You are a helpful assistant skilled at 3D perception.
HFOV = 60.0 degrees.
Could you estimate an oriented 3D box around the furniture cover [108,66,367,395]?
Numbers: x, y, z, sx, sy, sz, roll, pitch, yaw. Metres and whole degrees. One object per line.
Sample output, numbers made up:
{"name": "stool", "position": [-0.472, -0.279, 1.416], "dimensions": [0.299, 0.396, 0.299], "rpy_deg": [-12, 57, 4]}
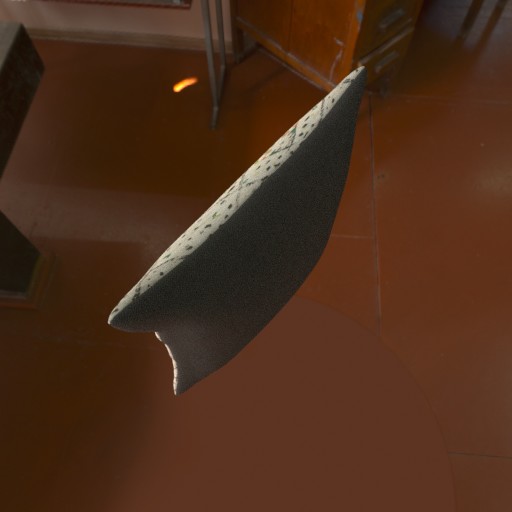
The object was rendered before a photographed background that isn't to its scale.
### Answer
{"name": "furniture cover", "position": [0.000, 0.000, 0.794], "dimensions": [0.180, 0.498, 0.525], "rpy_deg": [36, 69, 16]}
